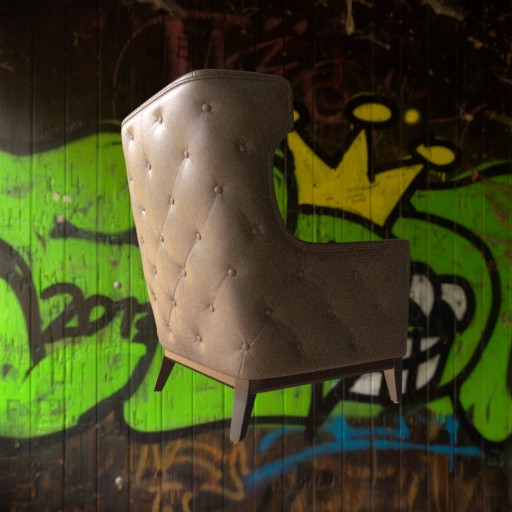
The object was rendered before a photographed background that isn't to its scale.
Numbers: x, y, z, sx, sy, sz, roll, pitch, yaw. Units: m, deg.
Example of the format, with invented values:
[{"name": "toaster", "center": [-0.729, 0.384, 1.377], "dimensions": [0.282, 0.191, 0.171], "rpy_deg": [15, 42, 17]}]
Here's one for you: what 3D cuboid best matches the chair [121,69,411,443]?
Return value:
[{"name": "chair", "center": [0.000, 0.000, 1.680], "dimensions": [0.899, 1.079, 0.769], "rpy_deg": [0, 0, -35]}]
